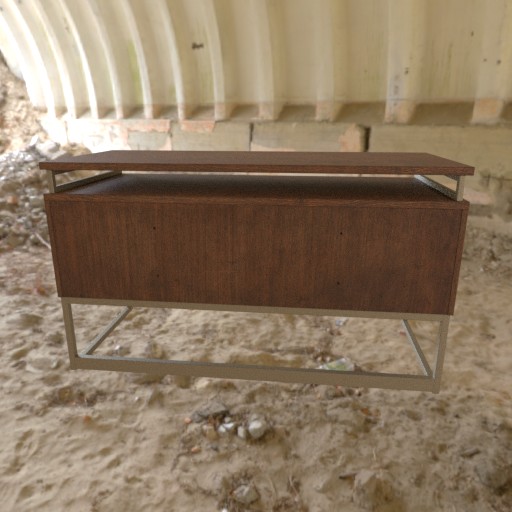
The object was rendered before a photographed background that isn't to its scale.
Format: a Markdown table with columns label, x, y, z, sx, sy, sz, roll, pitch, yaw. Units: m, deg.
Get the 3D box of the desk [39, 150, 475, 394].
| label | x | y | z | sx | sy | sz | roll | pitch | yaw |
| --- | --- | --- | --- | --- | --- | --- | --- | --- | --- |
| desk | 0.000 | 0.000 | 1.802 | 1.384 | 0.792 | 0.610 | 2 | 17 | 6 |
